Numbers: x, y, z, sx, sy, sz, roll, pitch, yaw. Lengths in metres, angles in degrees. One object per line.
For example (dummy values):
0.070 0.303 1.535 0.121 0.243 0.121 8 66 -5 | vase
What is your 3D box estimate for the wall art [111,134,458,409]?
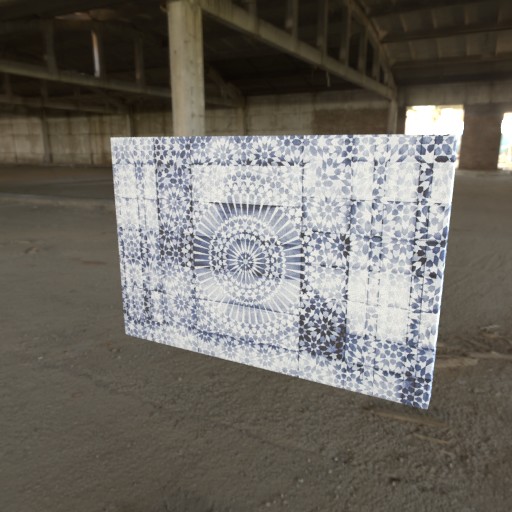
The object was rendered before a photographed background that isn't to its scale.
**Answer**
0.000 0.000 1.165 0.911 0.608 0.057 7 16 26 | wall art
